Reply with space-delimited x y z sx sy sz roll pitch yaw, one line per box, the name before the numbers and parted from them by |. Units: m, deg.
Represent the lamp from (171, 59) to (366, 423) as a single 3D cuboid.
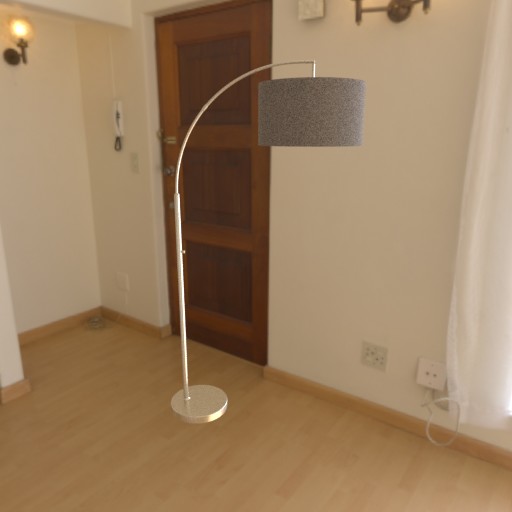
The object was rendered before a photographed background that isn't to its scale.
lamp | 0.000 0.000 2.137 0.934 1.735 0.452 3 16 11
